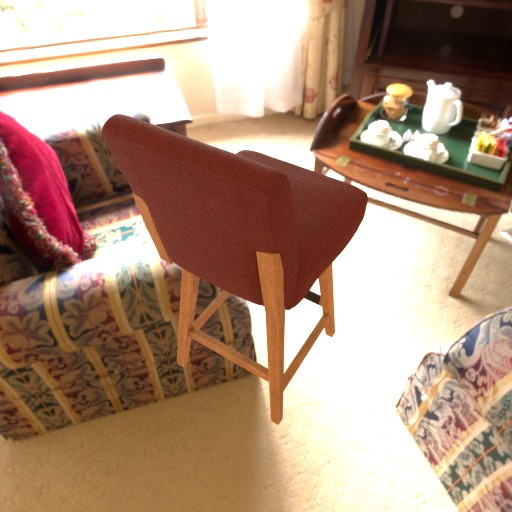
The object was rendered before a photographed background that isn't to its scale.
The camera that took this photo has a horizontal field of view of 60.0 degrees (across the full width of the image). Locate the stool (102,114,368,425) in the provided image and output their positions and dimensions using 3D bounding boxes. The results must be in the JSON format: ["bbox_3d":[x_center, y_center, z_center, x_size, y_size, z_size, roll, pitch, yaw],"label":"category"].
[{"bbox_3d":[0.000,0.000,1.339,0.468,1.038,0.562,24,50,22],"label":"stool"}]
